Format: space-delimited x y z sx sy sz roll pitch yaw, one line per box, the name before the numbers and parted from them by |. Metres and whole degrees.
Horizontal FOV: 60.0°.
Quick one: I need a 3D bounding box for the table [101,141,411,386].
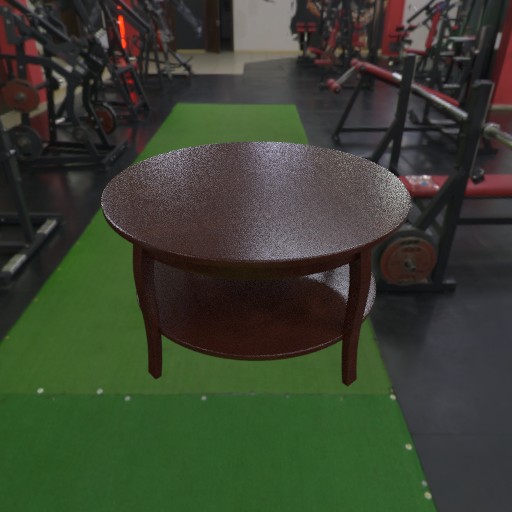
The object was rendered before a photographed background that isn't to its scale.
table | 0.000 0.000 1.488 0.911 0.512 0.911 0 31 0
